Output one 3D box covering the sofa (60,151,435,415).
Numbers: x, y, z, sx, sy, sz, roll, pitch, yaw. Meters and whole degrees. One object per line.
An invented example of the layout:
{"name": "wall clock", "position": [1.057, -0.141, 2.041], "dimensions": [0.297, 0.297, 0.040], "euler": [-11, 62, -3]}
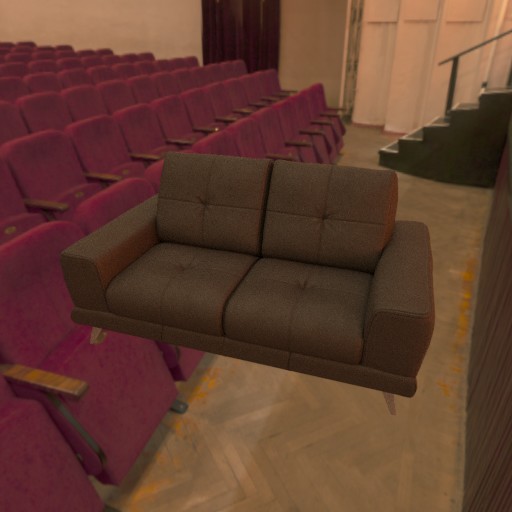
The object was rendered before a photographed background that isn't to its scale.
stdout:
{"name": "sofa", "position": [0.000, 0.000, 2.406], "dimensions": [1.806, 0.907, 1.018], "euler": [9, 28, 16]}
